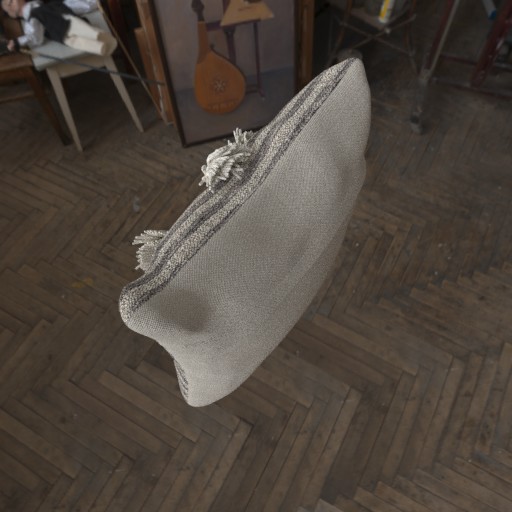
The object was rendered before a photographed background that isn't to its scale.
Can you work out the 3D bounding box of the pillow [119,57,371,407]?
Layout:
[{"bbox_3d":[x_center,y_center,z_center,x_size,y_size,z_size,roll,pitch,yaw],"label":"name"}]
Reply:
[{"bbox_3d":[0.000,0.000,0.752,0.234,0.490,0.484,32,67,16],"label":"pillow"}]
